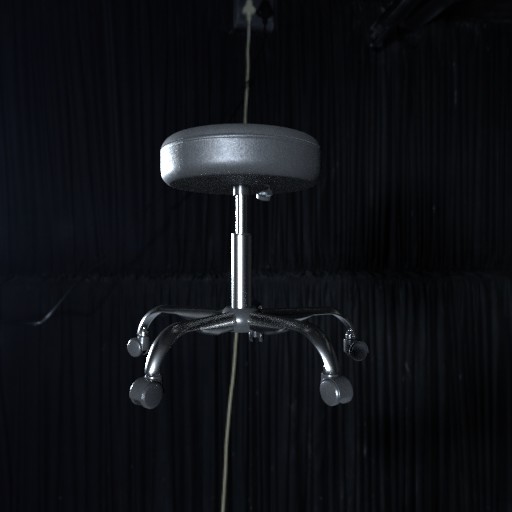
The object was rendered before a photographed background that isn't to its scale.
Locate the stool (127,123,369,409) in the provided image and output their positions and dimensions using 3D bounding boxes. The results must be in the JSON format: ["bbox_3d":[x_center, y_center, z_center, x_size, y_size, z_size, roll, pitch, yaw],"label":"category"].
[{"bbox_3d":[0.000,0.000,1.142,0.638,0.576,0.673,0,1,-16],"label":"stool"}]
